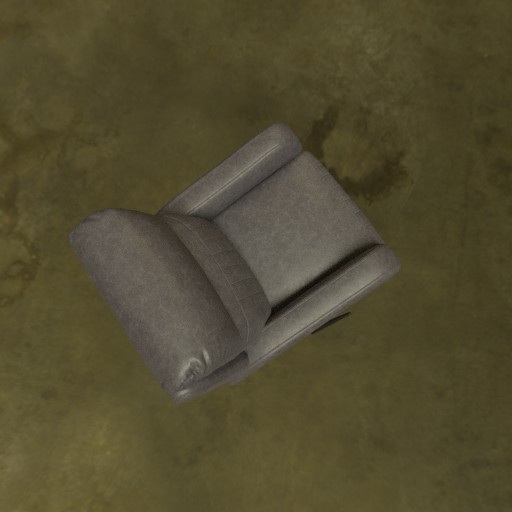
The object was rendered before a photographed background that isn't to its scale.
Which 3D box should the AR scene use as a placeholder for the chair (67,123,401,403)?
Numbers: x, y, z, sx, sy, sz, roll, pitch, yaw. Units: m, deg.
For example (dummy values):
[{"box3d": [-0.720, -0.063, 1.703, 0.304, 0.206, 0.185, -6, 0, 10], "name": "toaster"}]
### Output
[{"box3d": [0.000, 0.000, 1.871, 1.067, 1.067, 0.865, -35, 79, -8], "name": "chair"}]
